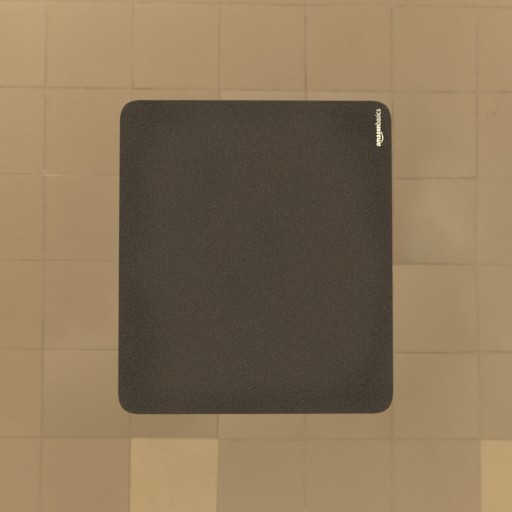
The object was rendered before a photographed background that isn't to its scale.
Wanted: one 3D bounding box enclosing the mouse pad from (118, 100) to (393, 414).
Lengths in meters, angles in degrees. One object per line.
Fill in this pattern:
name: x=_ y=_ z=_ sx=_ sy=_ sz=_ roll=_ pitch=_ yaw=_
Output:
mouse pad: x=0.000 y=0.000 z=0.638 sx=0.393 sy=0.002 sz=0.451 roll=0 pitch=89 yaw=0
